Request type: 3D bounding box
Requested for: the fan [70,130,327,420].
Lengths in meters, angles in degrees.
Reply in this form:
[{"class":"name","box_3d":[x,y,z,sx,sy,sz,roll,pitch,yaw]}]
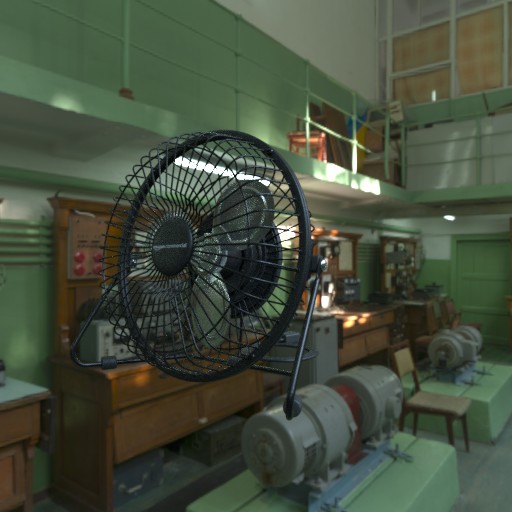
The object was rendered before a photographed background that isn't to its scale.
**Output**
[{"class":"fan","box_3d":[0.000,0.000,0.383,0.209,0.188,0.227,0,0,36]}]
